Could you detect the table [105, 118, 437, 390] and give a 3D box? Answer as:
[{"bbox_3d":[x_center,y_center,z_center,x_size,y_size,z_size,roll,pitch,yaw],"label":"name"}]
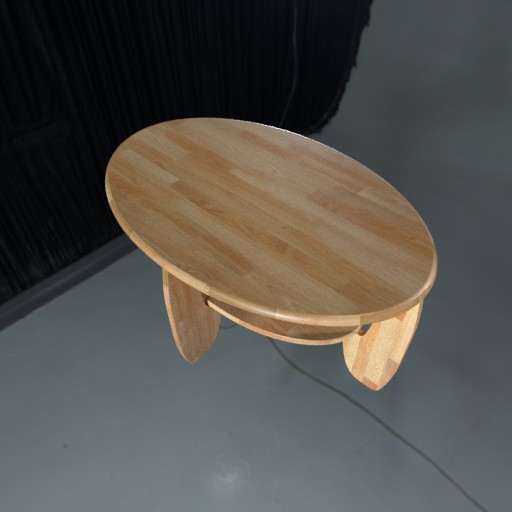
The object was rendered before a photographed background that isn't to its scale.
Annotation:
[{"bbox_3d":[0.000,0.000,1.391,1.040,0.490,0.690,33,54,27],"label":"table"}]
